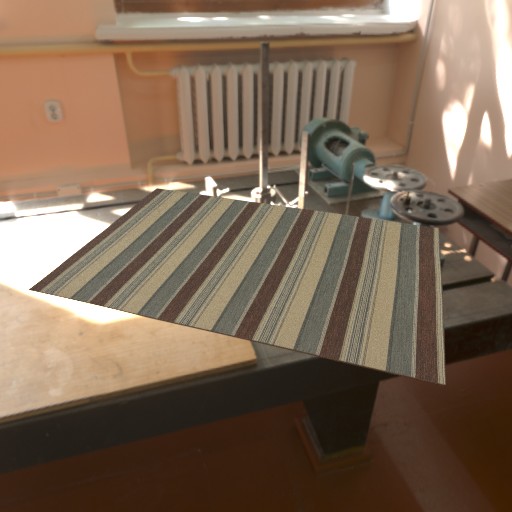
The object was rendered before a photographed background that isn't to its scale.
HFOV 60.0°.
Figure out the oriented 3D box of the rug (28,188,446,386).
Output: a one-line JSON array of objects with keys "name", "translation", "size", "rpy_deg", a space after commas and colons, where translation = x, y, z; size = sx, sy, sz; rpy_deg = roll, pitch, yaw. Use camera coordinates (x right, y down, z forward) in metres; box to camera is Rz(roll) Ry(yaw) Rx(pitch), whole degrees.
[{"name": "rug", "translation": [0.000, 0.000, 2.305], "size": [1.829, 0.008, 1.219], "rpy_deg": [10, 34, 15]}]
